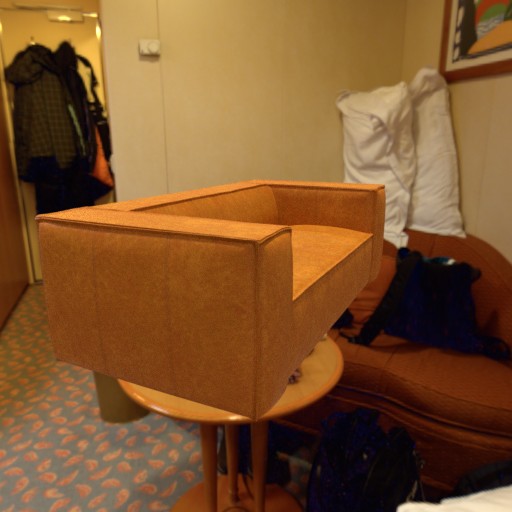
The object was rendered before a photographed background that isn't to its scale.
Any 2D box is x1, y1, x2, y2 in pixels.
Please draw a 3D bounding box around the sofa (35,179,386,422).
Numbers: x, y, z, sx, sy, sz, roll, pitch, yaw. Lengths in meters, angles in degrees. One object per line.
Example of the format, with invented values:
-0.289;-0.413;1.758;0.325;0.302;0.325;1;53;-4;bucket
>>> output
0.000;0.000;2.559;1.102;0.703;2.088;7;16;26;sofa
